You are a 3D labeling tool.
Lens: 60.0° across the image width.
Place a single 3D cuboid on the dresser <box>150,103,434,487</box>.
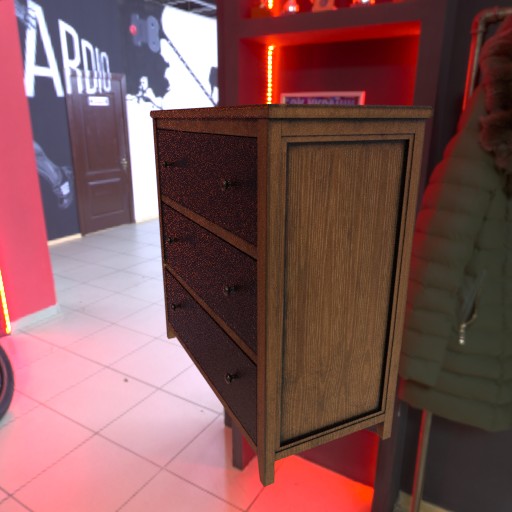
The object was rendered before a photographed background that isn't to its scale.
[{"bbox_3d":[0.000,0.000,1.940,0.591,1.224,1.250,-8,19,-25],"label":"dresser"}]
